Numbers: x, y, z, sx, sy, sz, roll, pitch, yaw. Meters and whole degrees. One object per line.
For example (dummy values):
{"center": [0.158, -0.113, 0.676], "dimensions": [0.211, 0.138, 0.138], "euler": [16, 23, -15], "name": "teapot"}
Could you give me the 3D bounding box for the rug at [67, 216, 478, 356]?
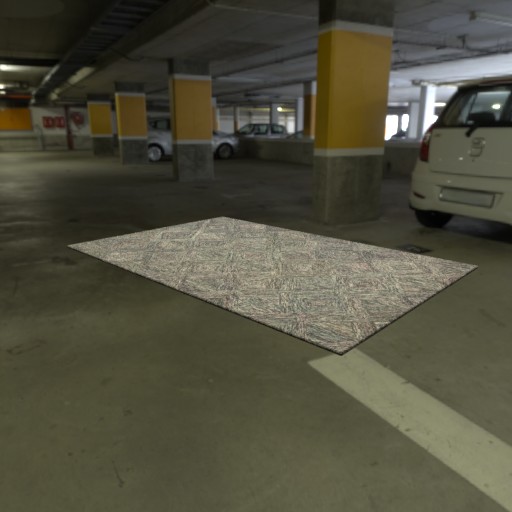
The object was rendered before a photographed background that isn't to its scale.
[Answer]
{"center": [0.000, 0.000, 2.926], "dimensions": [2.298, 0.017, 1.501], "euler": [15, 22, 41], "name": "rug"}
